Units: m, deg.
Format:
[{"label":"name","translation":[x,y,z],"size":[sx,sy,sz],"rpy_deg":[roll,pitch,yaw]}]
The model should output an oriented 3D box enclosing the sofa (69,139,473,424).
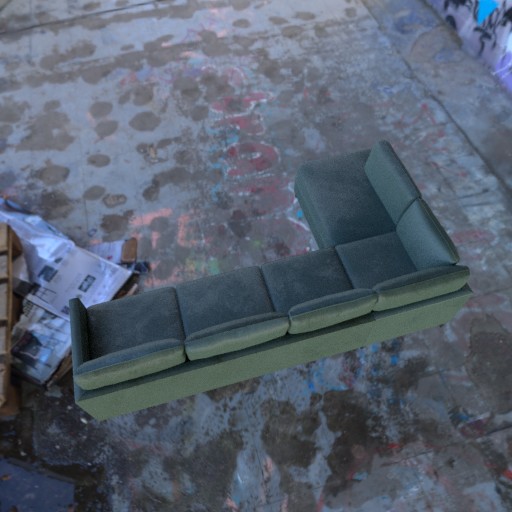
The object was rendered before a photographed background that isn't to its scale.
[{"label":"sofa","translation":[0.000,0.000,4.270],"size":[3.384,0.996,2.048],"rpy_deg":[-14,58,-9]}]
